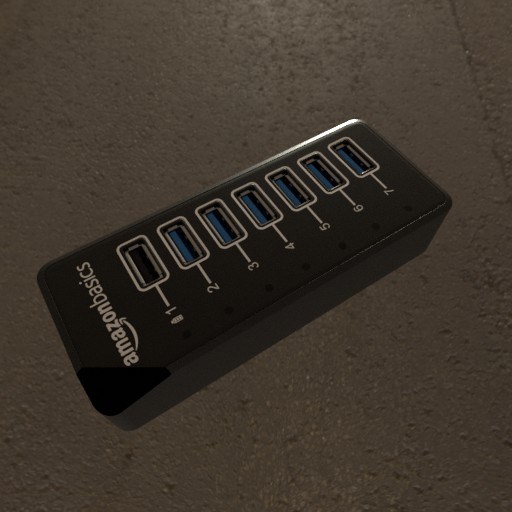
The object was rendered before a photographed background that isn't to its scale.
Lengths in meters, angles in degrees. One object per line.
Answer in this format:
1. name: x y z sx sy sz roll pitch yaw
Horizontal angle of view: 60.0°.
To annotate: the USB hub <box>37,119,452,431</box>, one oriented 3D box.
1. USB hub: 0.000 0.000 0.129 0.110 0.023 0.044 -28 62 -17
